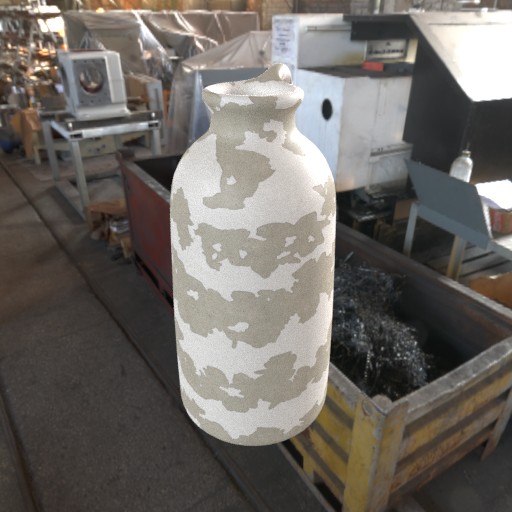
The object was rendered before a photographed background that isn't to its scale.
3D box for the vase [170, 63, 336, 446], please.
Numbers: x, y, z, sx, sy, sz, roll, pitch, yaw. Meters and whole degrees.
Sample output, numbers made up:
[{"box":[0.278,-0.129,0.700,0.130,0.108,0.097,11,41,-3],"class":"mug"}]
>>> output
[{"box":[0.000,0.000,0.490,0.186,0.382,0.203,10,31,18],"class":"vase"}]
